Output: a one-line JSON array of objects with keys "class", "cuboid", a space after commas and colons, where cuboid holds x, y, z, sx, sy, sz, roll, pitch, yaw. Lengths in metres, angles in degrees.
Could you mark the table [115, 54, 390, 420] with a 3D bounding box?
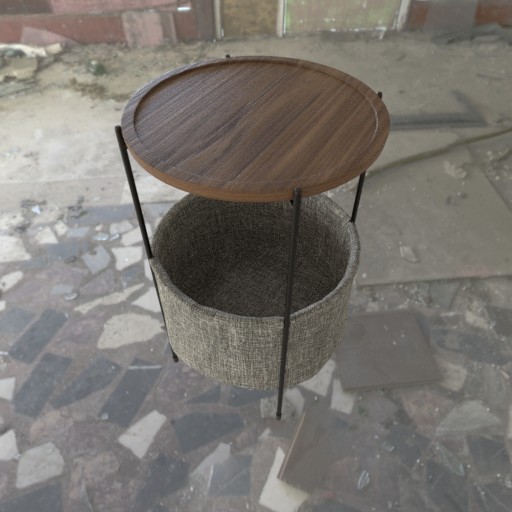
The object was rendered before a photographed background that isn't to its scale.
[{"class": "table", "cuboid": [0.000, 0.000, 0.873, 0.400, 0.623, 0.400, 23, 51, 21]}]
